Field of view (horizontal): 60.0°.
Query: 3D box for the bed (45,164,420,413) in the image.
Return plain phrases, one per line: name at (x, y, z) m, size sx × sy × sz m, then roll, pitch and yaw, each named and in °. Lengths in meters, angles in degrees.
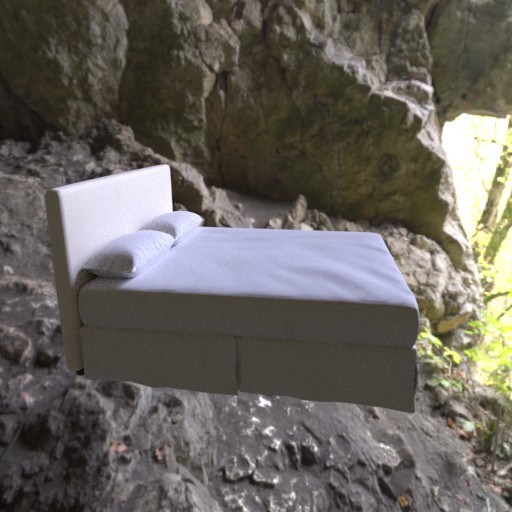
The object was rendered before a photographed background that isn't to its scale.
bed at (0.000, 0.000, 3.638) m, size 2.341 × 1.317 × 2.119 m, roll 2°, pitch 16°, yaw 8°
